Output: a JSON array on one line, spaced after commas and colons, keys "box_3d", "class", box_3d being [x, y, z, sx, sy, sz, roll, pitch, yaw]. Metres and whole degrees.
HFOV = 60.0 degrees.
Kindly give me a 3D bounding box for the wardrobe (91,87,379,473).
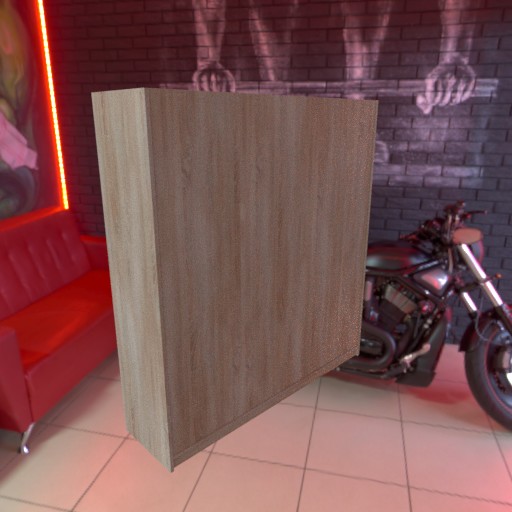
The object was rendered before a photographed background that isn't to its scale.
[{"box_3d": [0.000, 0.000, 3.200, 1.998, 2.159, 0.598, -16, 23, -42], "class": "wardrobe"}]
